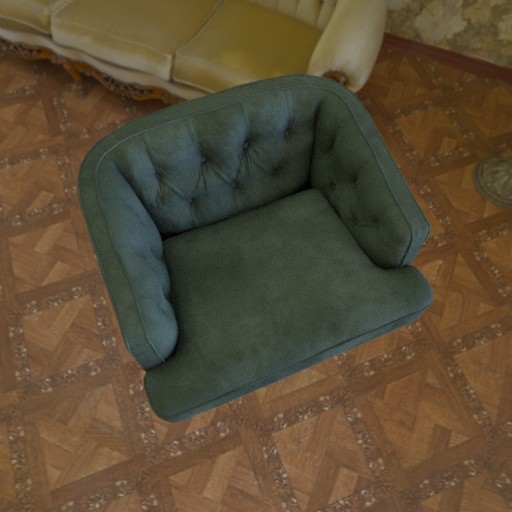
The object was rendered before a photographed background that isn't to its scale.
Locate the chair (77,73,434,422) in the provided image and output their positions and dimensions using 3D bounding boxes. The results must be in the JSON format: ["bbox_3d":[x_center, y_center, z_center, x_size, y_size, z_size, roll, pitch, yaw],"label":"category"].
[{"bbox_3d":[0.000,0.000,1.754,1.104,0.852,0.941,-21,65,-10],"label":"chair"}]
